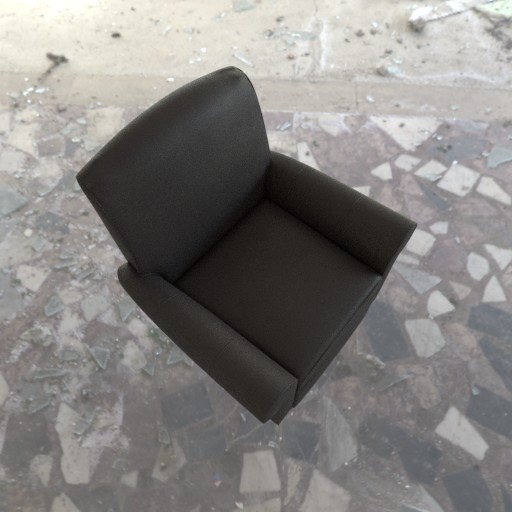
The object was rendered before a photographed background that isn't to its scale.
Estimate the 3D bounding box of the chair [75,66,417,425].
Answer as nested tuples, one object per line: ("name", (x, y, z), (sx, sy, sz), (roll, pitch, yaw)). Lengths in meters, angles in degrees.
("chair", (0.000, 0.000, 1.777), (0.902, 1.061, 0.978), (35, 64, 20))
